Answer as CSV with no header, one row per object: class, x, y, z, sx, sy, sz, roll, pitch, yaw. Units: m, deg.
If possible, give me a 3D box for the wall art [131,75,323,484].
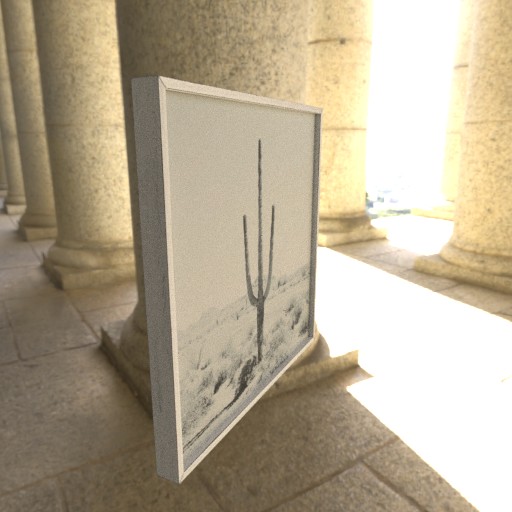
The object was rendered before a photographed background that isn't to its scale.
wall art,0.000,0.000,0.752,0.038,0.508,0.508,7,16,27
